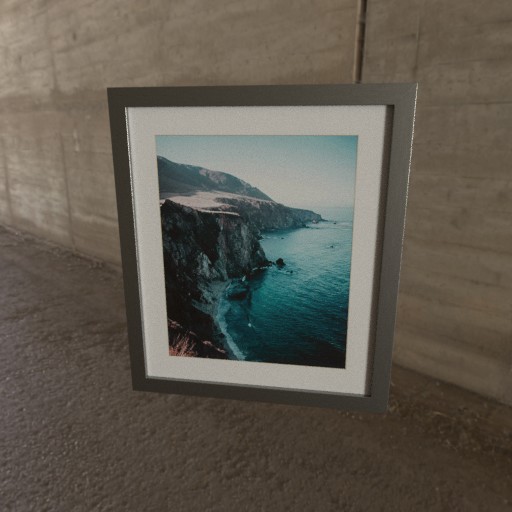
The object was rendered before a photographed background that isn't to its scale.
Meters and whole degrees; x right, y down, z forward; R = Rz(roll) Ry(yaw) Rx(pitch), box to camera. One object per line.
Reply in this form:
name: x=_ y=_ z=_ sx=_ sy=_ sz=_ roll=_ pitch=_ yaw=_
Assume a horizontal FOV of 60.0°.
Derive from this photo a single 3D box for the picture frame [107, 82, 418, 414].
picture frame: x=0.000 y=0.000 z=1.349 sx=0.839 sy=0.968 sz=0.073 roll=2 pitch=16 yaw=9
